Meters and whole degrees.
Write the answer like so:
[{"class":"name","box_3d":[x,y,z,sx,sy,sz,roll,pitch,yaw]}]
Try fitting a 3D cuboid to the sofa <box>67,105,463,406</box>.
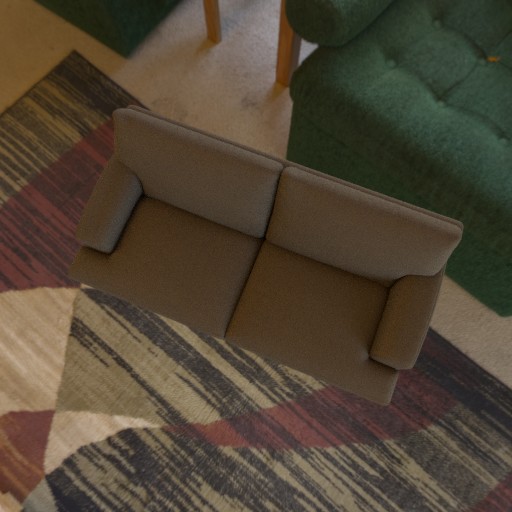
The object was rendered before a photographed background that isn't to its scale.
[{"class":"sofa","box_3d":[0.000,0.000,2.853,2.271,0.950,1.140,21,75,6]}]
